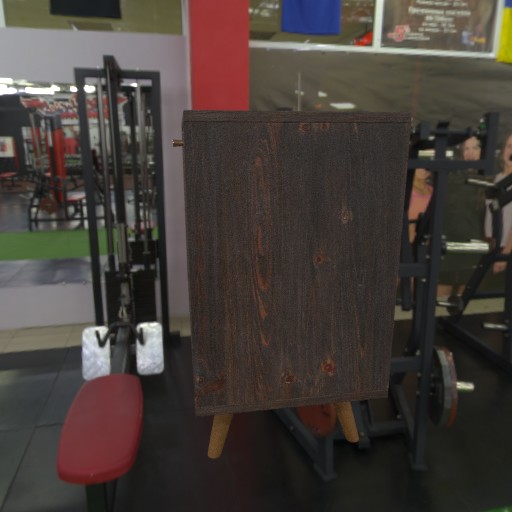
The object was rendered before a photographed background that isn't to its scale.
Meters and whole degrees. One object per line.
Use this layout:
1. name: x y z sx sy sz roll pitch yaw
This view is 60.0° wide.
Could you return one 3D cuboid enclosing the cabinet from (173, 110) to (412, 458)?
1. cabinet: 0.000 0.000 1.533 0.529 0.897 1.023 -2 15 -9
